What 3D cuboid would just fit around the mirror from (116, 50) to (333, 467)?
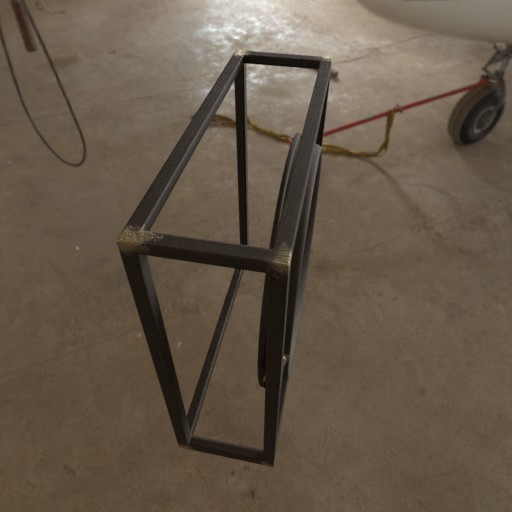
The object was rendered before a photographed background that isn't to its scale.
[{"bbox_3d":[0.000,0.000,0.468,0.107,0.303,0.306,8,46,8],"label":"mirror"}]
